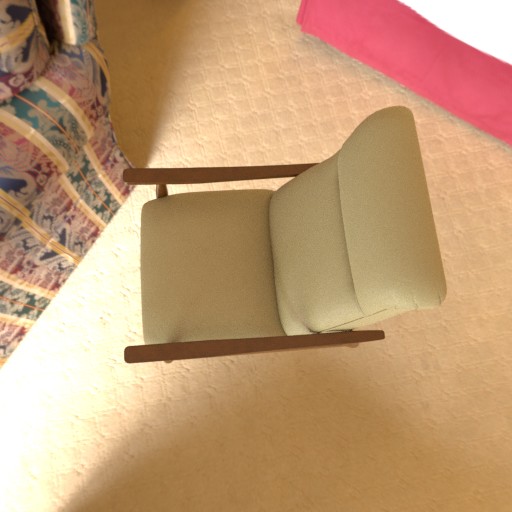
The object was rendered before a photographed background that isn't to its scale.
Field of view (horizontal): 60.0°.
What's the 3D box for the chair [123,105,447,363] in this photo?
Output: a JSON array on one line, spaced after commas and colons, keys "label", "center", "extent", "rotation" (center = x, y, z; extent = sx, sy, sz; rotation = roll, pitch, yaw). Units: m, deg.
[{"label": "chair", "center": [0.000, 0.000, 1.774], "extent": [1.014, 1.082, 0.762], "rotation": [-5, 75, -1]}]
